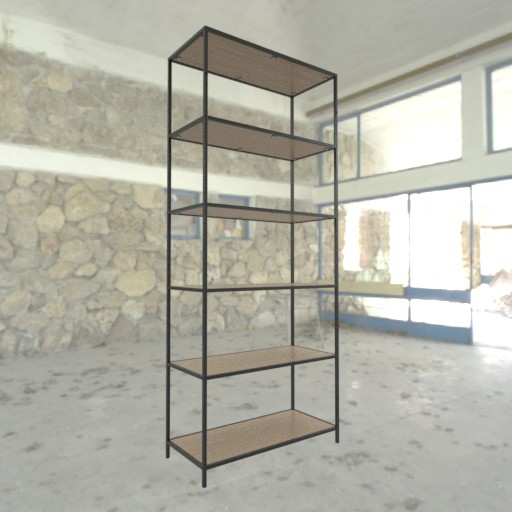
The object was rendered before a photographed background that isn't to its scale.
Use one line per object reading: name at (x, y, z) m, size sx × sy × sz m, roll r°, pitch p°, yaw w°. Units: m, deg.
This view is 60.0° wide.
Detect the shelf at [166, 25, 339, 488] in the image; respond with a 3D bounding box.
shelf at (0.000, 0.000, 2.139) m, size 0.770 × 1.850 × 0.350 m, roll 1°, pitch -2°, yaw -36°
